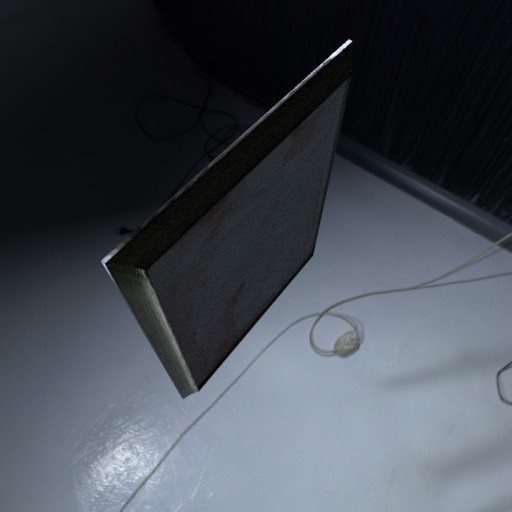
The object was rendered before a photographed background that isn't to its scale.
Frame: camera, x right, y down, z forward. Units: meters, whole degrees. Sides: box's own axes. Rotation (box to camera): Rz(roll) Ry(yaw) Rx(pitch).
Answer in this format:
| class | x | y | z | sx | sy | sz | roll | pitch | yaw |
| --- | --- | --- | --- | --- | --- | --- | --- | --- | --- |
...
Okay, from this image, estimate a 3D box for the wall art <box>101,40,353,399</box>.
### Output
| class | x | y | z | sx | sy | sz | roll | pitch | yaw |
| --- | --- | --- | --- | --- | --- | --- | --- | --- | --- |
| wall art | 0.000 | 0.000 | 0.631 | 0.023 | 0.457 | 0.381 | 34 | 65 | 19 |
